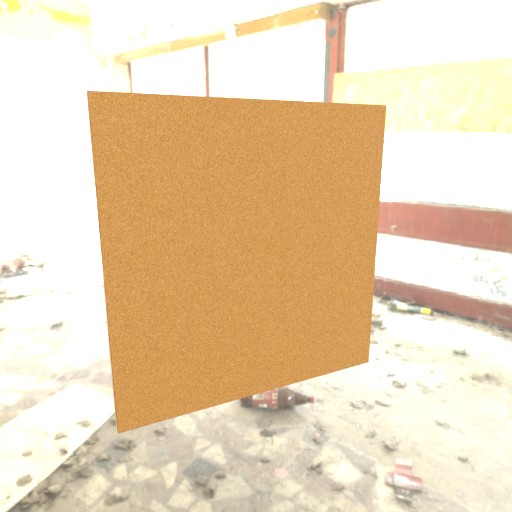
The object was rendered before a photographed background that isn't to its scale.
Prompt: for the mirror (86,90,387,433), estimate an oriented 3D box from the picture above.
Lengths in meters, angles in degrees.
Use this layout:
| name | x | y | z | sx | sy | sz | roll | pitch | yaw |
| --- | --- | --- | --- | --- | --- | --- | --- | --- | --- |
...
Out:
| name | x | y | z | sx | sy | sz | roll | pitch | yaw |
| --- | --- | --- | --- | --- | --- | --- | --- | --- | --- |
| mirror | 0.000 | 0.000 | 1.207 | 0.804 | 0.804 | 0.061 | -7 | 16 | -26 |
